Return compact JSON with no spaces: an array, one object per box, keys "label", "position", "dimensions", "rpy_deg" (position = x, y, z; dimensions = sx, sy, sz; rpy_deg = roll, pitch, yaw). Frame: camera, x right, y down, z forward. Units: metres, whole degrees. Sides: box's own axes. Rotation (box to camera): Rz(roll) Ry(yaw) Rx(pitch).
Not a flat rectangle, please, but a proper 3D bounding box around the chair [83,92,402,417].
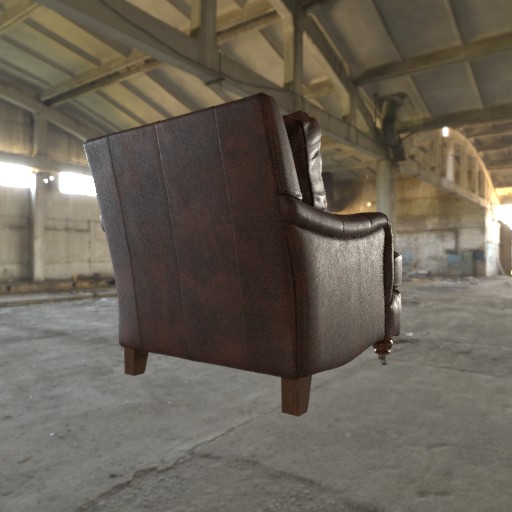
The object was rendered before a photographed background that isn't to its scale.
[{"label":"chair","position":[0.000,0.000,1.966],"dimensions":[0.987,1.051,1.156],"rpy_deg":[0,0,36]}]
